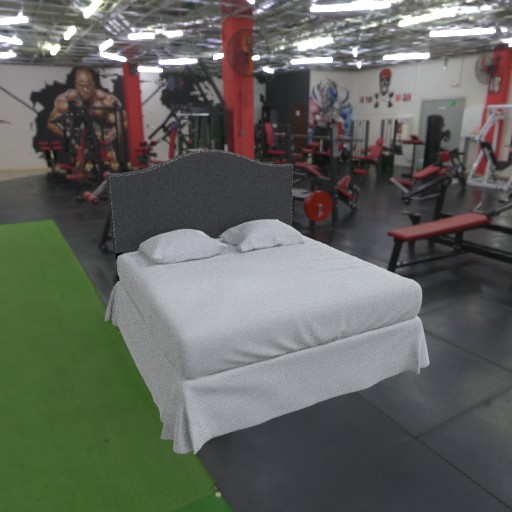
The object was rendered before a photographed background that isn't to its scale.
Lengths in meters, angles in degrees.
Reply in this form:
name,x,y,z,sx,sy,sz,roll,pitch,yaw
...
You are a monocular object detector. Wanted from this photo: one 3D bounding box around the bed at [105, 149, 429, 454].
name,x,y,z,sx,sy,sz,roll,pitch,yaw
bed,0.000,0.000,3.801,2.314,1.651,2.219,-9,20,-26
